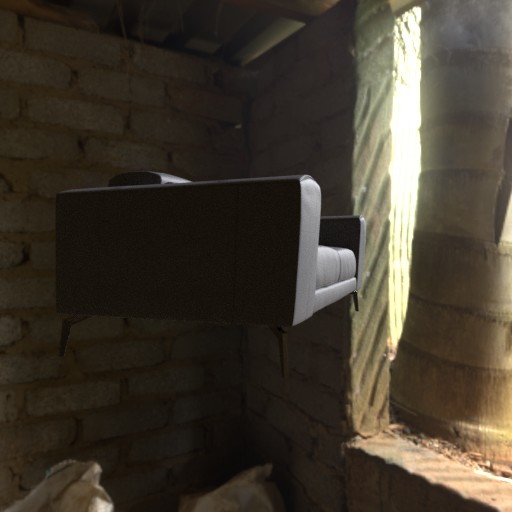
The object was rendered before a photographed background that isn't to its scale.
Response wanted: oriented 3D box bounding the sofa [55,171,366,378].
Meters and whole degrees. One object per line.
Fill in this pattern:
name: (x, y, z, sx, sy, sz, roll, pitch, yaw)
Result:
sofa: (0.000, 0.000, 2.417, 1.003, 0.779, 1.895, 0, 0, 20)
